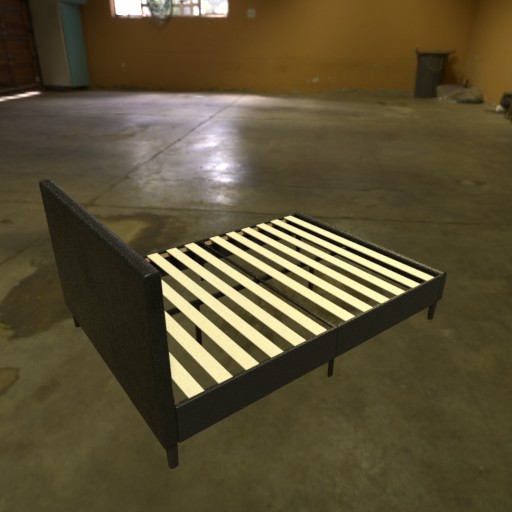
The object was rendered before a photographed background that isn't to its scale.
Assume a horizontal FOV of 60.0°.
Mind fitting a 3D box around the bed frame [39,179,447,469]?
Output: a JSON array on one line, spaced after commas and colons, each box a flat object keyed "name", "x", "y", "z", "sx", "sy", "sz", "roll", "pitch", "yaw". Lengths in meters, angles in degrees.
[{"name": "bed frame", "x": 0.000, "y": 0.000, "z": 3.164, "sx": 2.318, "sy": 1.127, "sz": 1.634, "roll": -18, "pitch": 31, "yaw": -33}]
